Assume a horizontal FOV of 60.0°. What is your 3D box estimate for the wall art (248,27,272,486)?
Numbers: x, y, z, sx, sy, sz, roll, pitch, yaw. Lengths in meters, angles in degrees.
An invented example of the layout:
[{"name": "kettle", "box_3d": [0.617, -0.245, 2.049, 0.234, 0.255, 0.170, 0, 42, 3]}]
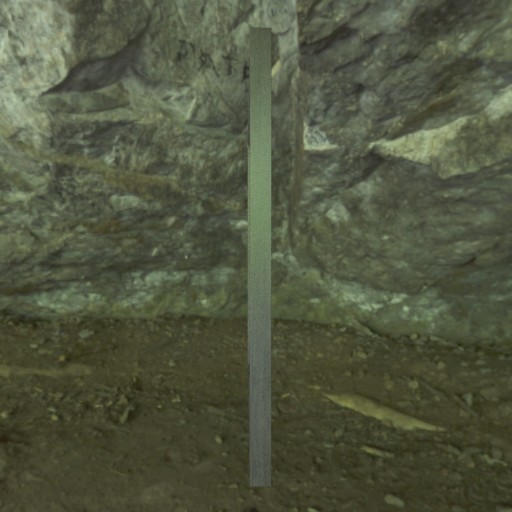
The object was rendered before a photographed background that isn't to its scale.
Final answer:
[{"name": "wall art", "box_3d": [0.000, 0.000, 0.800, 0.027, 0.580, 0.479, 0, 1, -1]}]
